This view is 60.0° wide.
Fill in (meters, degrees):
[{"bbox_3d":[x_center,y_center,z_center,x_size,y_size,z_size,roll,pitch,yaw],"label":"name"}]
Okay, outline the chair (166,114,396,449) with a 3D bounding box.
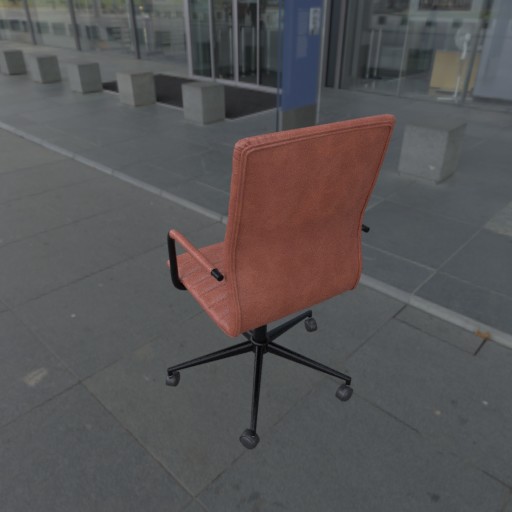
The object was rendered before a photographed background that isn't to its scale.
[{"bbox_3d":[0.000,0.000,1.302,0.600,0.878,0.578,-17,35,-27],"label":"chair"}]
